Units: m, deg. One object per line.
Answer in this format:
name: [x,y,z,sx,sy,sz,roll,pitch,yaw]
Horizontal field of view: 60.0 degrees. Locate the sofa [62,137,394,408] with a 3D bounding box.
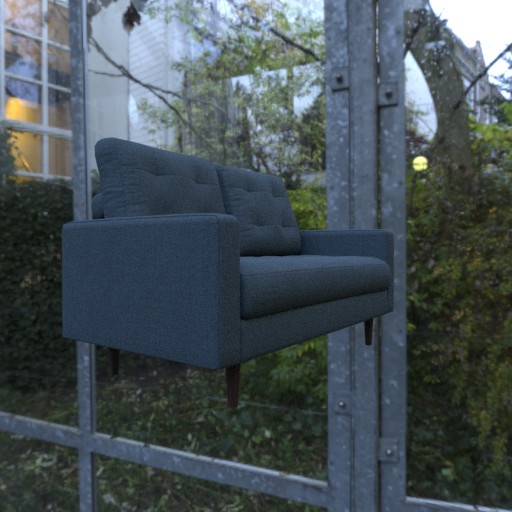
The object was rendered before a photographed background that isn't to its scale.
sofa: [0.000,0.000,1.983,0.842,0.907,1.407,1,1,36]
